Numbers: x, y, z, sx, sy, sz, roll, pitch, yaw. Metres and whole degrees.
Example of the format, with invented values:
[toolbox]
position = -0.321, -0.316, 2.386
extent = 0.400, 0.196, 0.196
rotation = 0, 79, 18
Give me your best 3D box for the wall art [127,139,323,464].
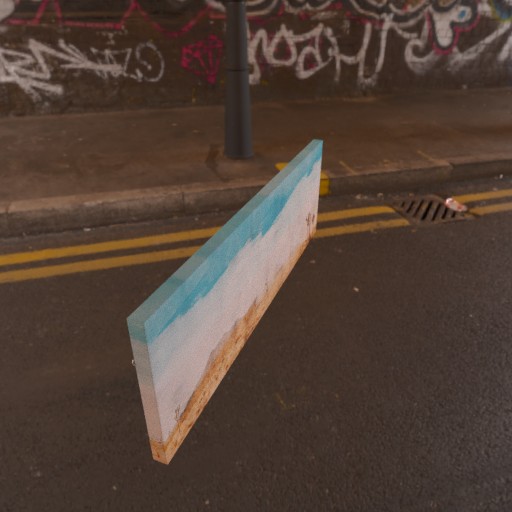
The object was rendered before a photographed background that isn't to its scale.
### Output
[wall art]
position = 0.000, 0.000, 0.858
extent = 0.044, 0.254, 0.759
rotation = 12, 33, 19
